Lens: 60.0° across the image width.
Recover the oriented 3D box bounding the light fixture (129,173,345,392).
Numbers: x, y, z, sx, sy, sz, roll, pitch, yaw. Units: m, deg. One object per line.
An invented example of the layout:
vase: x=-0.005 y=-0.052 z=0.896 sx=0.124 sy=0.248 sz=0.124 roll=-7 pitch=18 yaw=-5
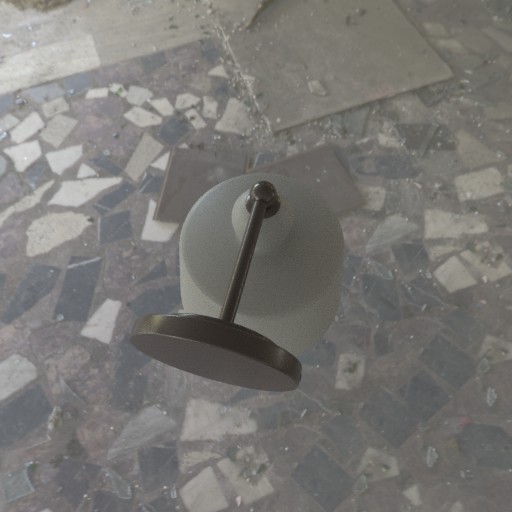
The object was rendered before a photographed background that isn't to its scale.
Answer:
light fixture: x=0.000 y=0.000 z=0.438 sx=0.204 sy=0.268 sz=0.254 roll=13 pitch=65 yaw=6
